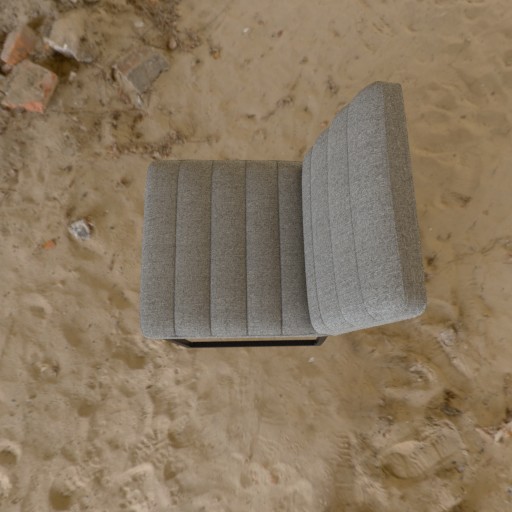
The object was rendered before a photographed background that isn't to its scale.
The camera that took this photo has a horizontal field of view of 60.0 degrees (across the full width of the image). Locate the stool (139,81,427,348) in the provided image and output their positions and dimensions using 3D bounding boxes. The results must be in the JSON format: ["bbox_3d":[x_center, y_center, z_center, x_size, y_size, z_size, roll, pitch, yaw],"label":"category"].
[{"bbox_3d":[0.000,0.000,1.225,0.560,0.940,0.460,-1,75,0],"label":"stool"}]
